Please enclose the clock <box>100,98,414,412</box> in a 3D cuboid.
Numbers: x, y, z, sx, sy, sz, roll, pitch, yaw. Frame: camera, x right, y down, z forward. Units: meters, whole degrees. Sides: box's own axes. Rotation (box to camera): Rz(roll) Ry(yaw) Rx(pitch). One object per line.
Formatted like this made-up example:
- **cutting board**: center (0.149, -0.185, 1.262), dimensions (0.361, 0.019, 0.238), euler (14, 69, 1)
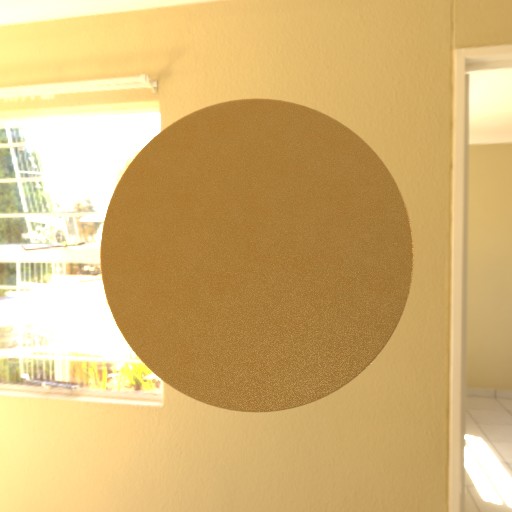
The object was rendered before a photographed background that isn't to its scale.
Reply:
- **clock**: center (0.000, 0.000, 0.461), dimensions (0.314, 0.314, 0.040), euler (0, 1, 1)
